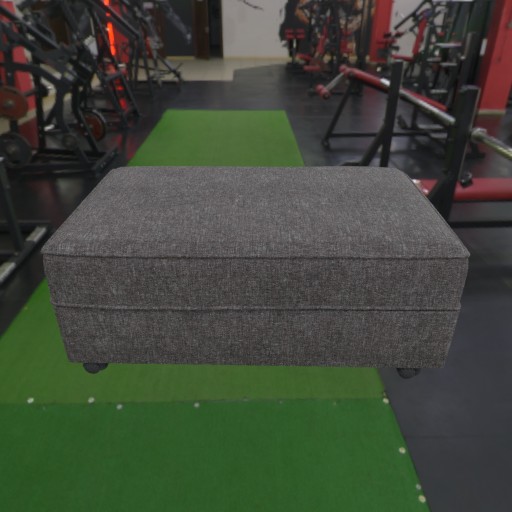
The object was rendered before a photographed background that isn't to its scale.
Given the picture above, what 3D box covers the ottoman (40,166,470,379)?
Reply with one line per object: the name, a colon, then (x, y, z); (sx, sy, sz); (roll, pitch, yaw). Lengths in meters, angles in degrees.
ottoman: (0.000, 0.000, 1.559); (1.184, 0.487, 0.717); (1, 30, 1)
